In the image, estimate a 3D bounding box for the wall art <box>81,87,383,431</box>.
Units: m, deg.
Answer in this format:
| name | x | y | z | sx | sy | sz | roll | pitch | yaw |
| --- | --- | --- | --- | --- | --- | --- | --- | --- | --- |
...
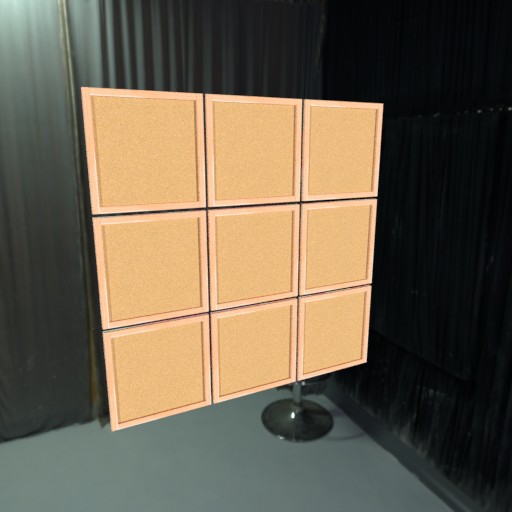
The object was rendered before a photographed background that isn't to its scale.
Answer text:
| name | x | y | z | sx | sy | sz | roll | pitch | yaw |
| --- | --- | --- | --- | --- | --- | --- | --- | --- | --- |
| wall art | 0.000 | 0.000 | 1.339 | 0.911 | 0.910 | 0.012 | -7 | 15 | -26 |
